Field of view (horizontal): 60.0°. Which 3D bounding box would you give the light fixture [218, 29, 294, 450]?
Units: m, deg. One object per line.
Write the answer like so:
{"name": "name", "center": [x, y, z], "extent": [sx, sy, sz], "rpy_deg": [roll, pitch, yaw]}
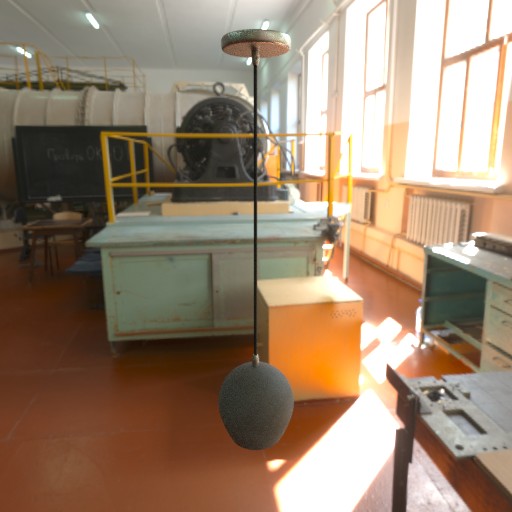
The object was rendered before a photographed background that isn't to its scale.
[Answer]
{"name": "light fixture", "center": [0.000, 0.000, 0.839], "extent": [0.153, 0.760, 0.153], "rpy_deg": [6, 14, 27]}
